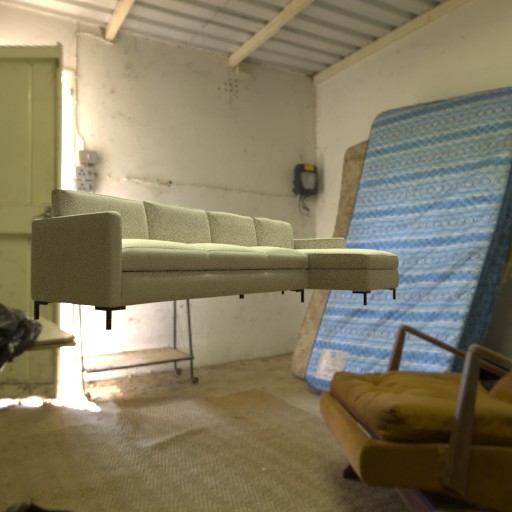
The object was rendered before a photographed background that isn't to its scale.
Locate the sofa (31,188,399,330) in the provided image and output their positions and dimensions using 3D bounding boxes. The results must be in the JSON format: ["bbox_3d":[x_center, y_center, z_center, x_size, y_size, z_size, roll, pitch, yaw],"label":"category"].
[{"bbox_3d":[0.000,0.000,2.916,1.126,0.677,2.445,-1,-1,36],"label":"sofa"}]
